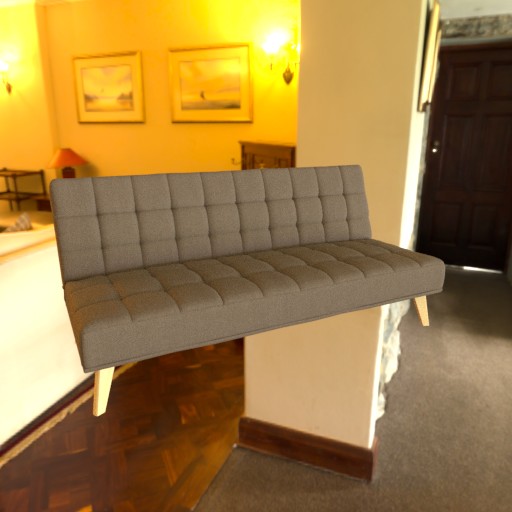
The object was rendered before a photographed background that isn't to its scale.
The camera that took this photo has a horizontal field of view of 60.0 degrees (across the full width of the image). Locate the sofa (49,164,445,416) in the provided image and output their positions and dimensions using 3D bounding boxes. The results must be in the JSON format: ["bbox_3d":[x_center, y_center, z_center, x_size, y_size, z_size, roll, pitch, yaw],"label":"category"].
[{"bbox_3d":[0.000,0.000,2.242,1.800,0.810,0.860,-8,18,-26],"label":"sofa"}]
